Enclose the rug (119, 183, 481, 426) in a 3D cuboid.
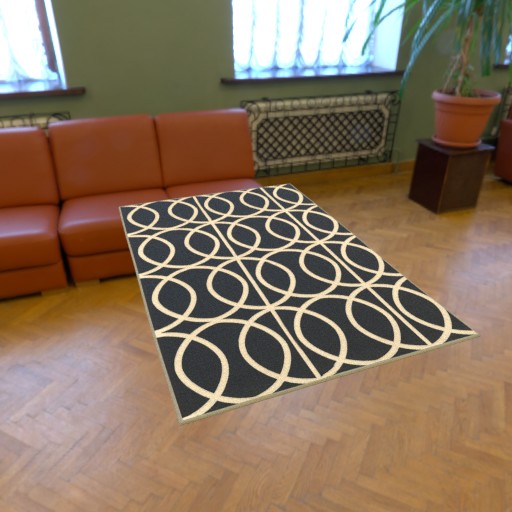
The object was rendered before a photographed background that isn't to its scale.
[{"bbox_3d":[0.000,0.000,2.896,1.528,0.014,2.294,-11,31,-18],"label":"rug"}]
